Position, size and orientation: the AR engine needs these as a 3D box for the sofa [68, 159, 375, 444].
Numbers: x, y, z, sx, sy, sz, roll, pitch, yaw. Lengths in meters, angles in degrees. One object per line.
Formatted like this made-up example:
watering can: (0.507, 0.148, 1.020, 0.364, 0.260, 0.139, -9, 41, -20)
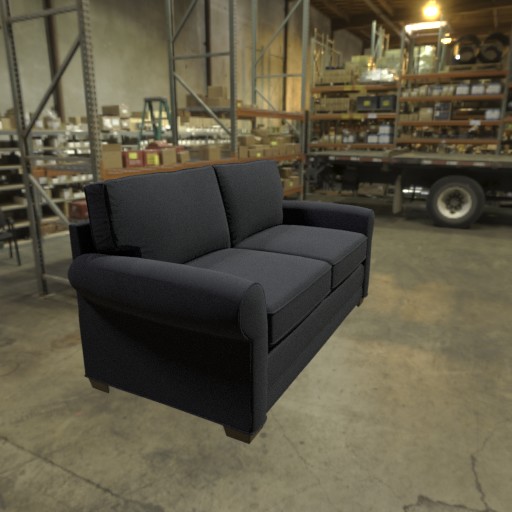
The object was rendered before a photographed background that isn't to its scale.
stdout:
sofa: (0.000, 0.000, 2.590, 0.951, 1.031, 2.009, 8, 18, 27)
